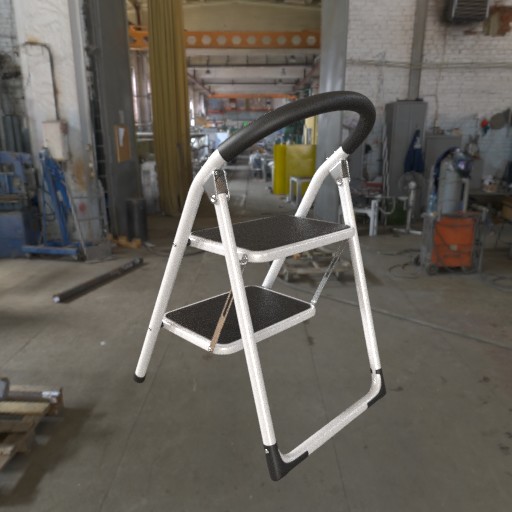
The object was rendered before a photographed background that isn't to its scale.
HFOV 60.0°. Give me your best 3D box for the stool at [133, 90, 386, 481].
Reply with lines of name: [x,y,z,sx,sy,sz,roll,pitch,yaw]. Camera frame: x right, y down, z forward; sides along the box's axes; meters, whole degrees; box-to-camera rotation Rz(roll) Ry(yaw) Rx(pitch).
stool: [0.000,0.000,1.127,0.559,0.760,0.453,15,22,43]
